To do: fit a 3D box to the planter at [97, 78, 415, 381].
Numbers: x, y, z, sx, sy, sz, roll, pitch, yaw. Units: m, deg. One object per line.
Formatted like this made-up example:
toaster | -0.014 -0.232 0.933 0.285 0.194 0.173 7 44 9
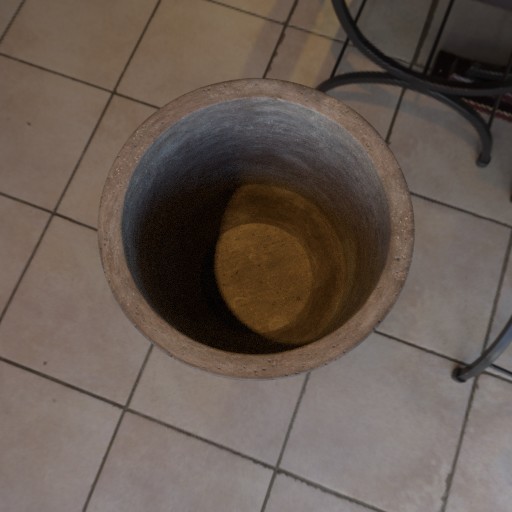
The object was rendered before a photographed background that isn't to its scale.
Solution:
planter | 0.000 0.000 0.268 0.142 0.149 0.142 0 76 0
